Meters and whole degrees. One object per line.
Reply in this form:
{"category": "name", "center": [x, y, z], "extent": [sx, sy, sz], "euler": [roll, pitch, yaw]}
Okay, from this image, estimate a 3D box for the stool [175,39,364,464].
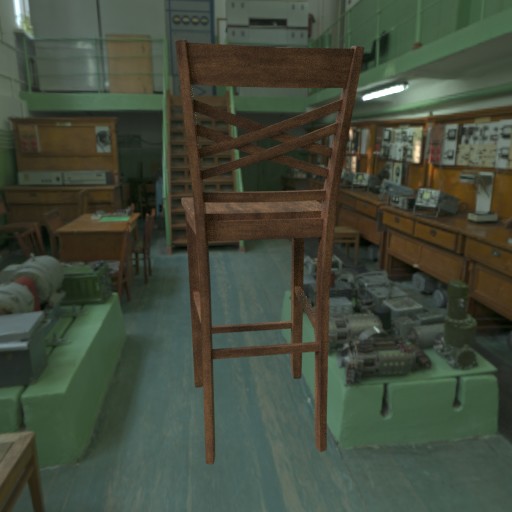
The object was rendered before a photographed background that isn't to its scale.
{"category": "stool", "center": [0.000, 0.000, 1.348], "extent": [0.433, 1.105, 0.487], "euler": [-2, 14, -9]}
